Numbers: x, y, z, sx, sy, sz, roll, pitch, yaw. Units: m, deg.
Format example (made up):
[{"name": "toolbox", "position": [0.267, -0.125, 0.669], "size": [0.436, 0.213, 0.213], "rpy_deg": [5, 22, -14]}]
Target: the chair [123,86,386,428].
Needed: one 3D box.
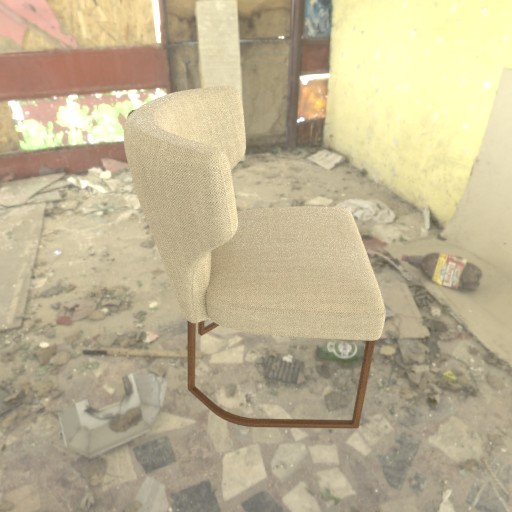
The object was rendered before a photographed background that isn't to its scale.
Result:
[{"name": "chair", "position": [0.000, 0.000, 1.253], "size": [0.617, 0.824, 0.611], "rpy_deg": [0, 32, 1]}]
